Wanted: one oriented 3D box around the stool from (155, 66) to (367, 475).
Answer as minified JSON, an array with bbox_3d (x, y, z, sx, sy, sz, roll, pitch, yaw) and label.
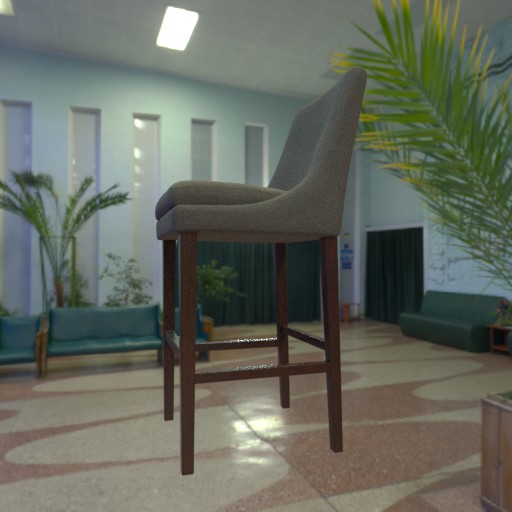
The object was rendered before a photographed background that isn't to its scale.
[{"bbox_3d":[0.000,0.000,1.362,0.577,1.078,0.470,0,-1,-18],"label":"stool"}]
